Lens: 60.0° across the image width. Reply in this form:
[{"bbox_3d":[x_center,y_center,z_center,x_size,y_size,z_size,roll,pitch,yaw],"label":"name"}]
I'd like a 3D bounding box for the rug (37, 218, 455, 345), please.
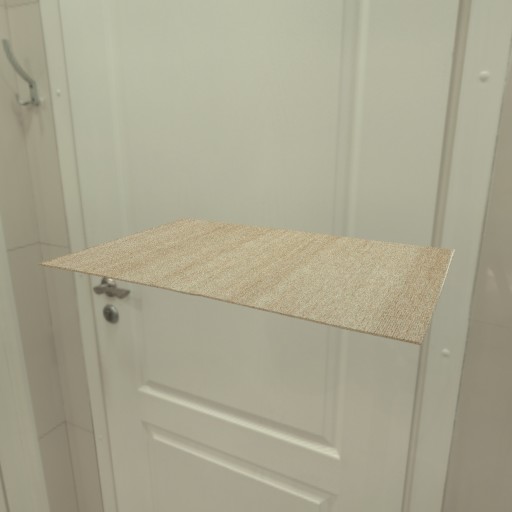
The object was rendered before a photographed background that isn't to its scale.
[{"bbox_3d":[0.000,0.000,2.968,2.346,0.029,1.574,9,19,27],"label":"rug"}]
